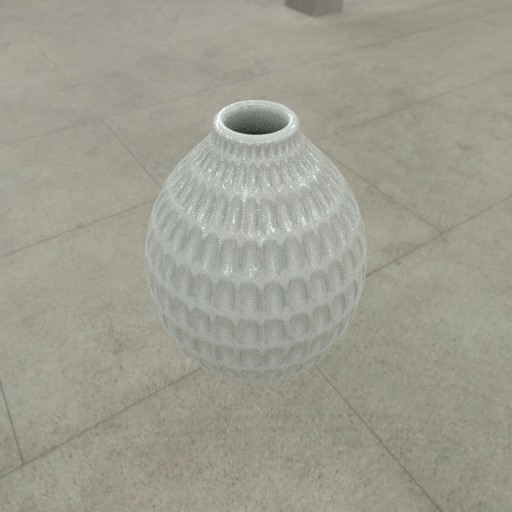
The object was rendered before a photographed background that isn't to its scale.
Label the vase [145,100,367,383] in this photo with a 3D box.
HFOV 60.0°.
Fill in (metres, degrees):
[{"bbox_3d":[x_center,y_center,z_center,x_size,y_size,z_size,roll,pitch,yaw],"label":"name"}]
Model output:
[{"bbox_3d":[0.000,0.000,0.332,0.162,0.223,0.162,0,44,0],"label":"vase"}]
